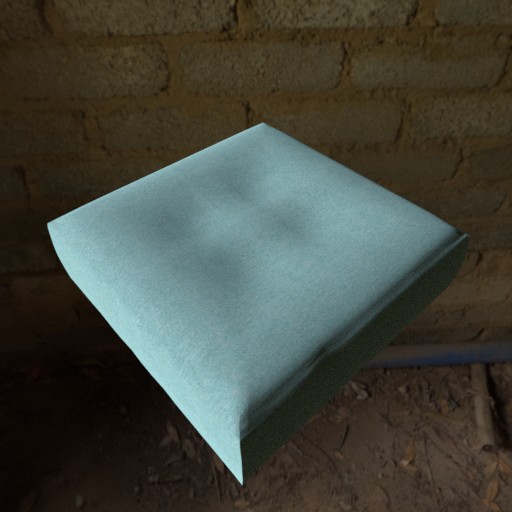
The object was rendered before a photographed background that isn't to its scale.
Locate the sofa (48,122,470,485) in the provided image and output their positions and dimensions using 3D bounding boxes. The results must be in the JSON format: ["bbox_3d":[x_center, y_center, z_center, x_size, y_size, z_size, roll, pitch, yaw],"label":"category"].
[{"bbox_3d":[0.000,0.000,1.428,0.930,0.330,0.930,-33,54,-28],"label":"sofa"}]
